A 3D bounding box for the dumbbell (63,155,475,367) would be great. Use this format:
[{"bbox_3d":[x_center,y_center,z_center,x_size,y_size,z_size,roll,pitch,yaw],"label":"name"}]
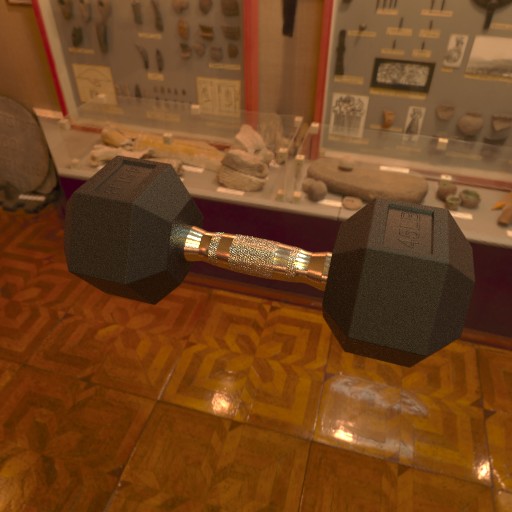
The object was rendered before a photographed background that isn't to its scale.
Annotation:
[{"bbox_3d":[0.000,0.000,0.411,0.356,0.123,0.141,12,42,13],"label":"dumbbell"}]
